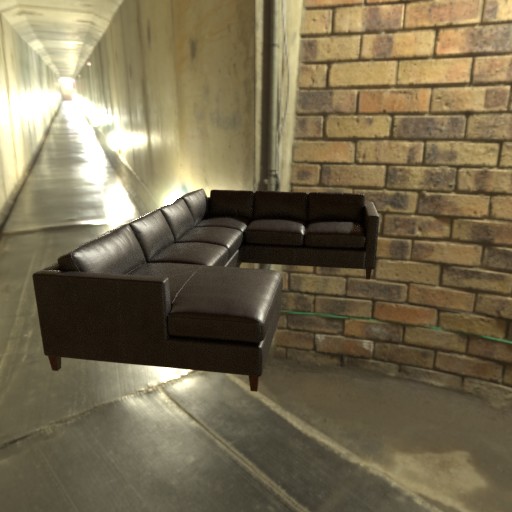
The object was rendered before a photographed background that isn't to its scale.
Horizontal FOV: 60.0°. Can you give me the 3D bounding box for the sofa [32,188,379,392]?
[{"bbox_3d":[0.000,0.000,4.383,2.452,0.891,3.324,3,17,10],"label":"sofa"}]
